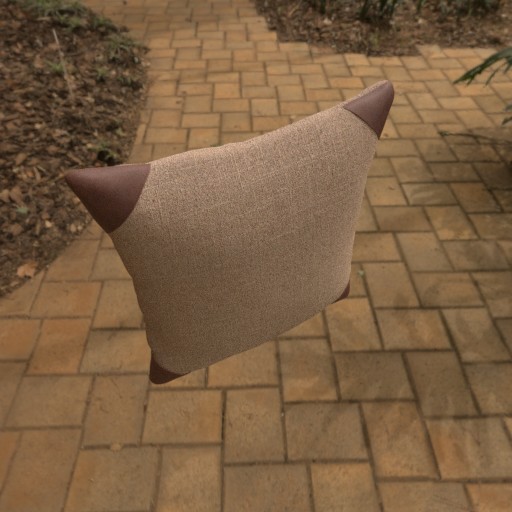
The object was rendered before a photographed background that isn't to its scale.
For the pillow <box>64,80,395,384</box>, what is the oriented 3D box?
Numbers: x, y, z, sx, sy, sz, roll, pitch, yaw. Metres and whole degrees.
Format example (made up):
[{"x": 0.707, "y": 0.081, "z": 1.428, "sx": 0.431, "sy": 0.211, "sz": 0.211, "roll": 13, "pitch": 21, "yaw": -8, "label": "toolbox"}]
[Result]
[{"x": 0.000, "y": 0.000, "z": 0.675, "sx": 0.437, "sy": 0.448, "sz": 0.147, "roll": -23, "pitch": 50, "yaw": -21, "label": "pillow"}]
